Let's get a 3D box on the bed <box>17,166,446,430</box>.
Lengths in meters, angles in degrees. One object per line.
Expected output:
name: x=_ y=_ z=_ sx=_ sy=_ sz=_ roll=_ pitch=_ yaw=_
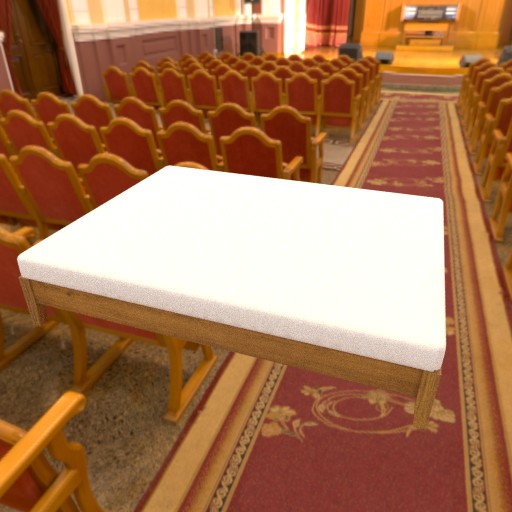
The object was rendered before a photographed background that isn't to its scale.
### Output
bed: x=0.000 y=0.000 z=2.617 sx=2.016 sy=0.431 sz=1.536 roll=10 pitch=31 yaw=17
